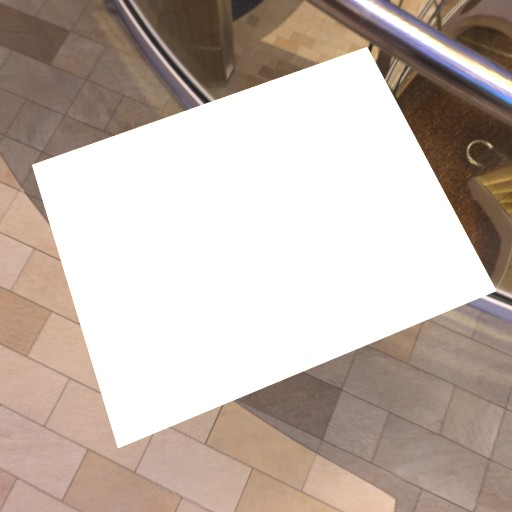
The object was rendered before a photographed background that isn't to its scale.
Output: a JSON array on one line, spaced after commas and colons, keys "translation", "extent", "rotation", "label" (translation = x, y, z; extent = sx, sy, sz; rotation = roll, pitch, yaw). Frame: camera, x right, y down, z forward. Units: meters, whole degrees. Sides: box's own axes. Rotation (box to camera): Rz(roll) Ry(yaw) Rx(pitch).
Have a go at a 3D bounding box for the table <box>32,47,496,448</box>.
[{"translation": [0.000, 0.000, 0.773], "extent": [0.517, 0.357, 0.399], "rotation": [-21, 77, -5], "label": "table"}]
